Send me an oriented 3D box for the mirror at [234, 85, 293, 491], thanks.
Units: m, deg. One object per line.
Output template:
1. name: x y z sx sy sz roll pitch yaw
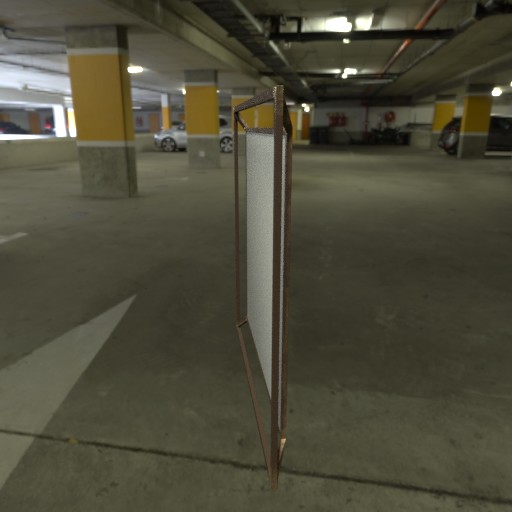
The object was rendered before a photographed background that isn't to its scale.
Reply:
1. mirror: 0.000 0.000 0.918 0.032 0.610 0.610 -2 16 -7
